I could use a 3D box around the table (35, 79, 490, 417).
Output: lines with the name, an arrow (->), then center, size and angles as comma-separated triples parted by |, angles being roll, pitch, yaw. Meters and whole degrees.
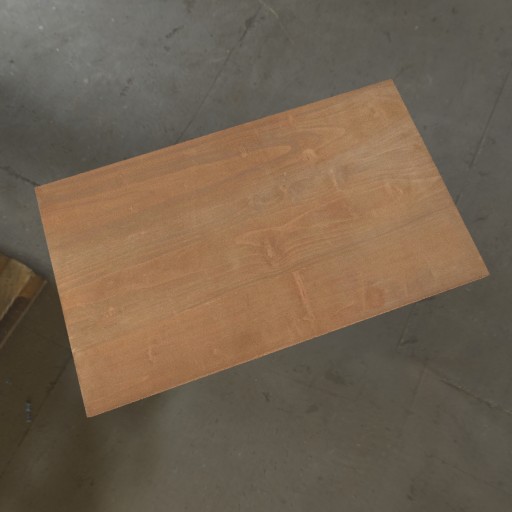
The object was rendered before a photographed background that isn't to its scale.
table -> 0.000, 0.000, 2.155 | 1.609, 0.780, 0.946 | -18, 75, -5
